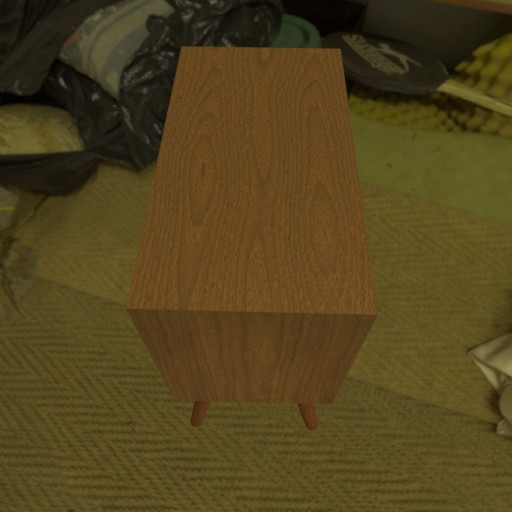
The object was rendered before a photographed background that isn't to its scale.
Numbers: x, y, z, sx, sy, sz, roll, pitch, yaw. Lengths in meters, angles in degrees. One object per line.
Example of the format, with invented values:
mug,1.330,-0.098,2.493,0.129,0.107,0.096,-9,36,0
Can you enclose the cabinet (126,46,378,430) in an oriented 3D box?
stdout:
cabinet,0.000,0.000,1.181,0.388,0.748,0.712,1,56,1
